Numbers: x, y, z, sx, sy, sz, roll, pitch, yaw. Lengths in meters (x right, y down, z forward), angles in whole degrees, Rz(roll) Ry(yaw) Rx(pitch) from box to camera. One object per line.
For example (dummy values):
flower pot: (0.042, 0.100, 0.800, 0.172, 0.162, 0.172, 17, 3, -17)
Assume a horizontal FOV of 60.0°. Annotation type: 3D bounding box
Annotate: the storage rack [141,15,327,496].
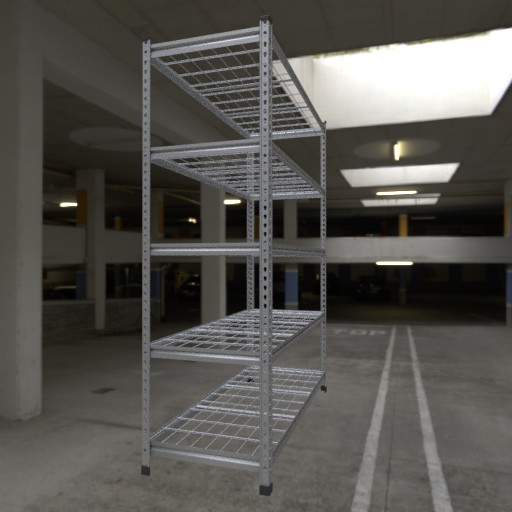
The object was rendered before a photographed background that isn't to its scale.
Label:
storage rack: (0.000, 0.000, 2.640, 0.610, 1.981, 1.524, 0, 0, 18)
